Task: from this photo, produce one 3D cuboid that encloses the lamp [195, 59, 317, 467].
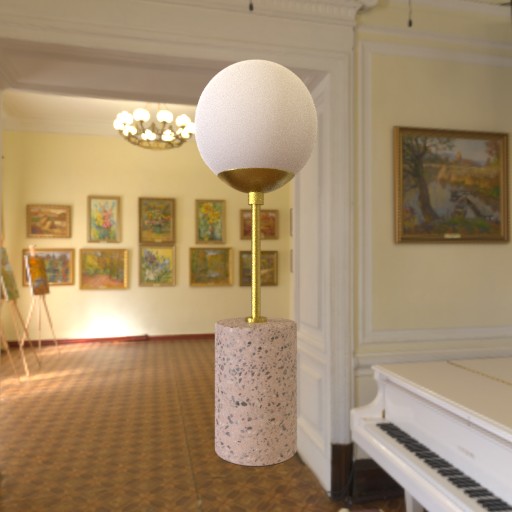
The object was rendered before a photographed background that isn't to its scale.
[{"bbox_3d":[0.000,0.000,0.556,0.153,0.480,0.153,0,-1,0],"label":"lamp"}]
